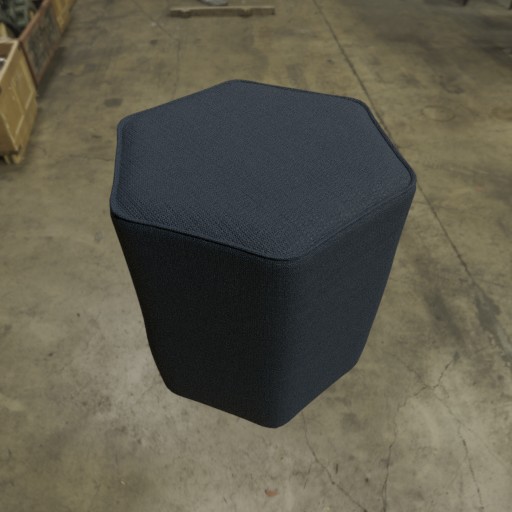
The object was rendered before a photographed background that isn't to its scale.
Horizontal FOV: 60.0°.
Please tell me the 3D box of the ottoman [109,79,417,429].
[{"bbox_3d":[0.000,0.000,0.858,0.454,0.505,0.492,-4,46,-4],"label":"ottoman"}]
